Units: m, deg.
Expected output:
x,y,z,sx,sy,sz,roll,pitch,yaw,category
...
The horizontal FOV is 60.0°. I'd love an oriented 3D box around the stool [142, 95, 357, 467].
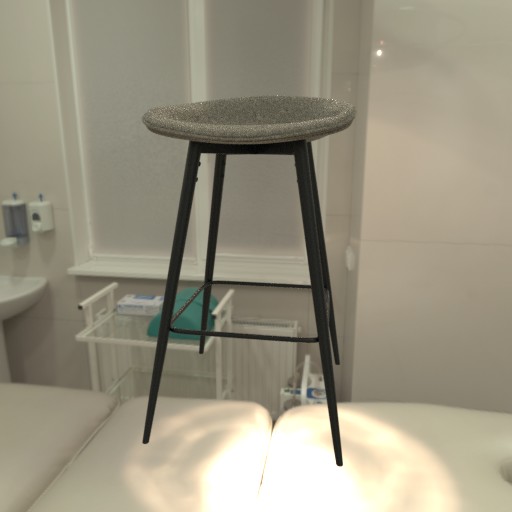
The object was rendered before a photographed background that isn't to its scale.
x,y,z,sx,sy,sz,roll,pitch,yaw,category
0.000,0.000,1.137,0.469,0.814,0.480,2,15,9,stool
